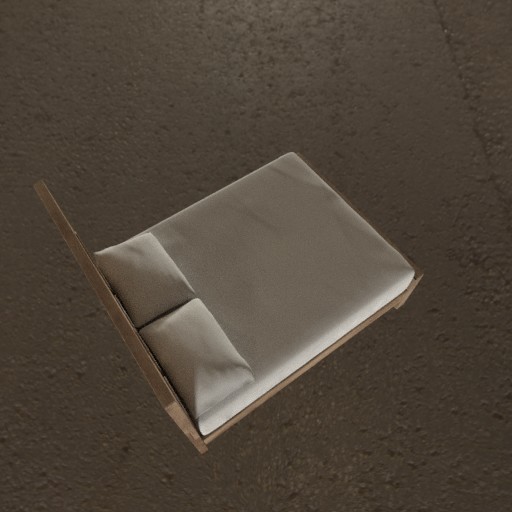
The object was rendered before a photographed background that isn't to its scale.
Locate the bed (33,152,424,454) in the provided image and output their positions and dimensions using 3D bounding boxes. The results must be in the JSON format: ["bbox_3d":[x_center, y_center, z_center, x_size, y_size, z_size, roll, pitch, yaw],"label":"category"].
[{"bbox_3d":[0.000,0.000,3.389,2.197,1.626,1.626,-32,64,-17],"label":"bed"}]
